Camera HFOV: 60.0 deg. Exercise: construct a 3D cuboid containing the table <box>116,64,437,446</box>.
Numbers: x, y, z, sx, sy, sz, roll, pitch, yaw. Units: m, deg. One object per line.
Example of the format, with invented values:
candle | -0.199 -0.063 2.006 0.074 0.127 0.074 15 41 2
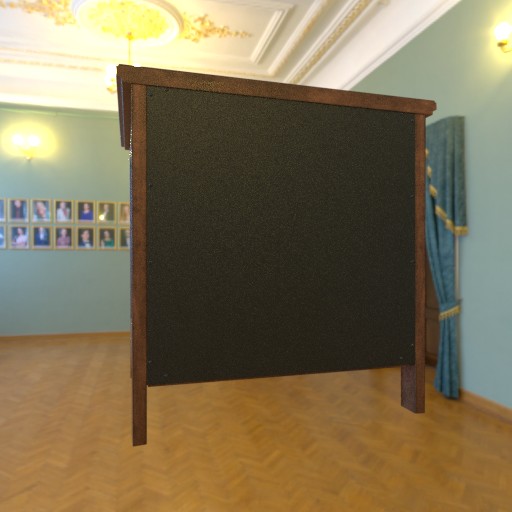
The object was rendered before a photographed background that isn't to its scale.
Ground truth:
table | 0.000 0.000 0.987 0.586 0.597 0.461 0 0 -16
